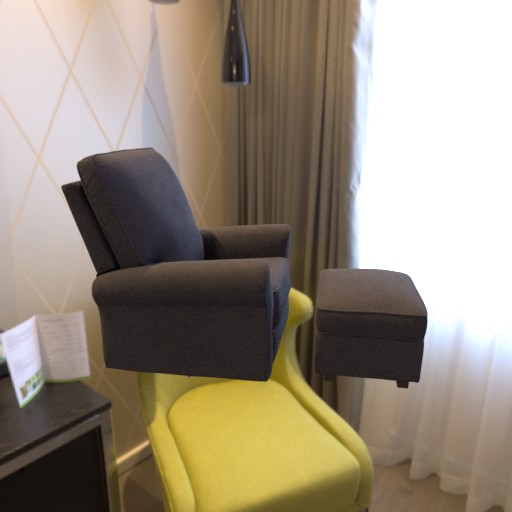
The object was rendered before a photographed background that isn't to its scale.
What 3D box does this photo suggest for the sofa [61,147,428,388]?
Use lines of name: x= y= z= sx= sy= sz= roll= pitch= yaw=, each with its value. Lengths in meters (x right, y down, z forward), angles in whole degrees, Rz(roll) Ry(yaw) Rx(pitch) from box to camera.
sofa: x=0.000 y=0.000 z=2.065 sx=1.478 sy=0.959 sz=0.880 roll=3 pitch=16 yaw=10
